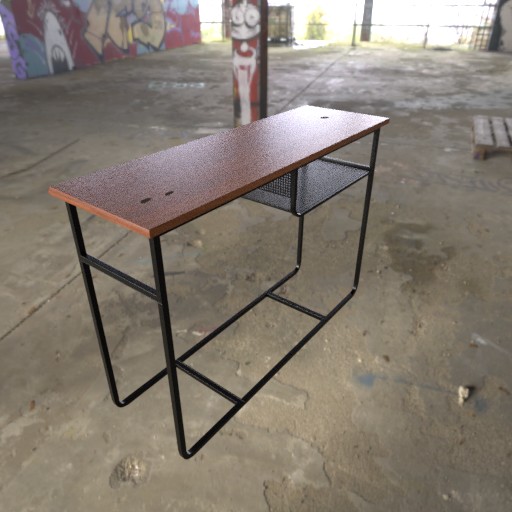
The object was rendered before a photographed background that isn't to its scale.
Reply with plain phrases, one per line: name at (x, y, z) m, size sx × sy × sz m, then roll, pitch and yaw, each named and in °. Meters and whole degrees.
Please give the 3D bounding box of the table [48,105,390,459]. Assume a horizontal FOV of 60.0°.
table at (0.000, 0.000, 1.481) m, size 0.350 × 0.750 × 1.100 m, roll 21°, pitch 37°, yaw 32°
